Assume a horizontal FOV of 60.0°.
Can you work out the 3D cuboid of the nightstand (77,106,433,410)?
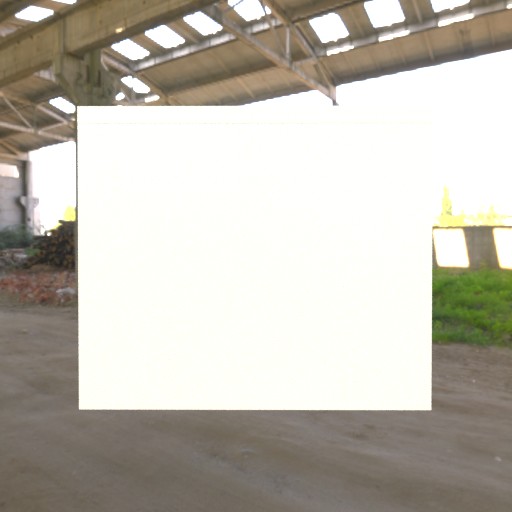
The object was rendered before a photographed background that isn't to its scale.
[{"bbox_3d":[0.000,0.000,0.746,0.408,0.351,0.470,0,1,0],"label":"nightstand"}]
